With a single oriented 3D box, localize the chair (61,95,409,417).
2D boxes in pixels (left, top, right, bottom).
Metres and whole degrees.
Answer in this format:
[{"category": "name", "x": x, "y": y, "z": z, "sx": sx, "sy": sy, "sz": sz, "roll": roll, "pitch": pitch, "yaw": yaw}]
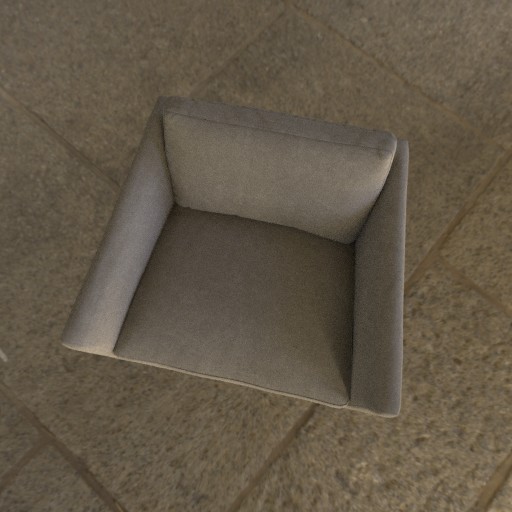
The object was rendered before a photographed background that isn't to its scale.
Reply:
[{"category": "chair", "x": 0.000, "y": 0.000, "z": 1.878, "sx": 1.190, "sy": 0.845, "sz": 1.091, "roll": 11, "pitch": 74, "yaw": 3}]
